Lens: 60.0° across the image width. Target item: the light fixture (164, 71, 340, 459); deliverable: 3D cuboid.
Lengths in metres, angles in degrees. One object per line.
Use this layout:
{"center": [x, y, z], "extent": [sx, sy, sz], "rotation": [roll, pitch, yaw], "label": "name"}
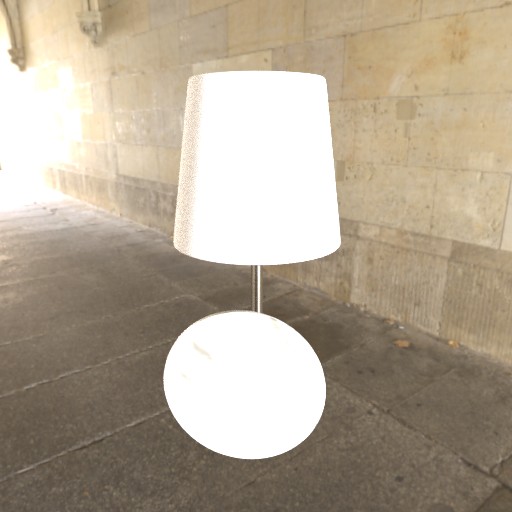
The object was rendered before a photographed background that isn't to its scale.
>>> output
{"center": [0.000, 0.000, 0.451], "extent": [0.168, 0.337, 0.188], "rotation": [2, 16, 7], "label": "light fixture"}
